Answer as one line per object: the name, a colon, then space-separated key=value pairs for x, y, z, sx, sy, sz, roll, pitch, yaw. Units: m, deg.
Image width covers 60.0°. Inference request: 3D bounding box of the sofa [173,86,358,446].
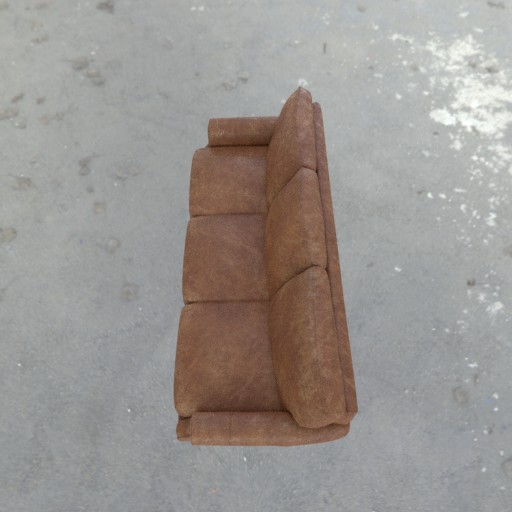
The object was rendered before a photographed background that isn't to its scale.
sofa: x=0.000 y=0.000 z=2.927 sx=0.973 sy=0.977 sz=2.351 roll=-1 pitch=60 yaw=0
